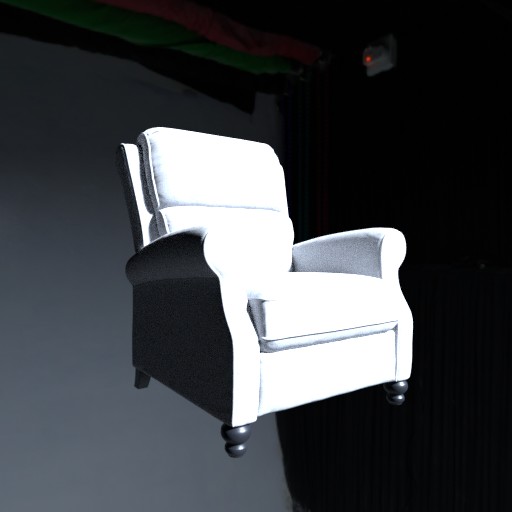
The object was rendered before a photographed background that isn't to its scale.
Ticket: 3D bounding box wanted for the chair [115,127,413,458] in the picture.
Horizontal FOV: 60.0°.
[{"bbox_3d":[0.000,0.000,1.695,0.859,1.046,0.919,-1,2,-35],"label":"chair"}]
